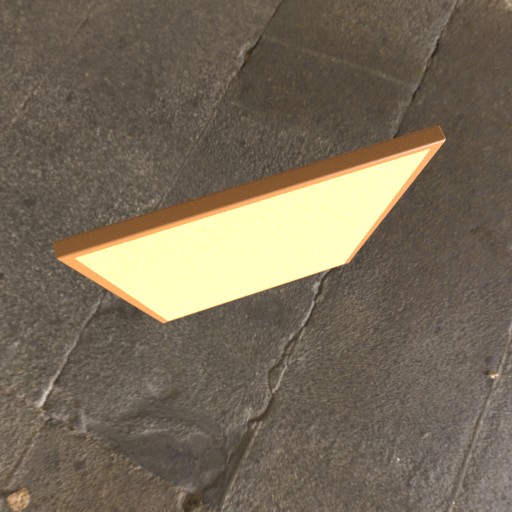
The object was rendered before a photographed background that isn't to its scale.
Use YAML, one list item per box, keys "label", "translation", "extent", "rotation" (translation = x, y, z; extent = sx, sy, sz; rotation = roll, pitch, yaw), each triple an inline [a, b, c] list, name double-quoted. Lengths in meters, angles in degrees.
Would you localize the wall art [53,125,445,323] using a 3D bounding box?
- label: "wall art"
  translation: [0.000, 0.000, 0.752]
  extent: [0.449, 0.550, 0.021]
  rotation: [-18, 75, -5]
